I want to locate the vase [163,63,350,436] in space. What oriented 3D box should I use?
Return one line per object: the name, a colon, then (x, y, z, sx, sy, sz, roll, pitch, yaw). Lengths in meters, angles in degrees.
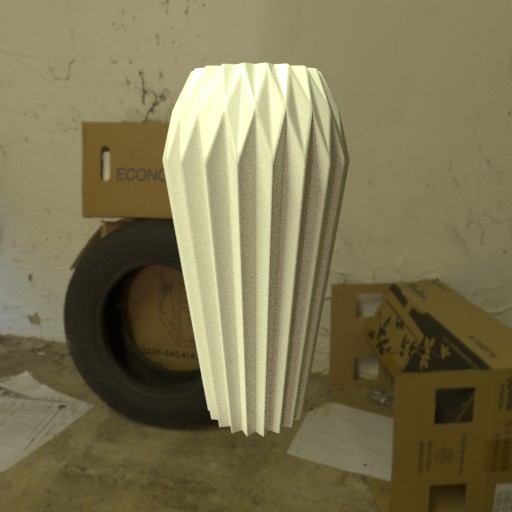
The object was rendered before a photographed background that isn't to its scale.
vase: (0.000, 0.000, 0.341, 0.133, 0.263, 0.133, 0, 15, 0)
